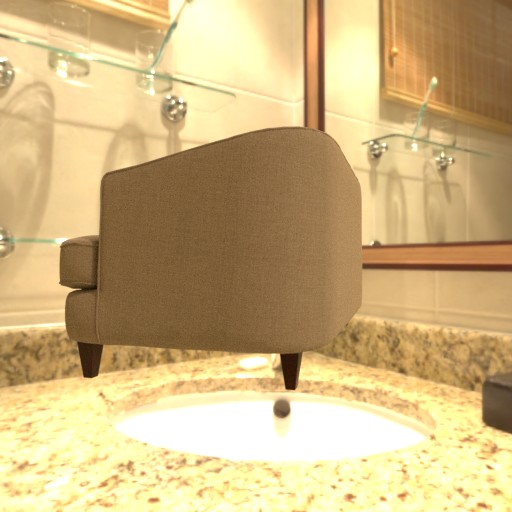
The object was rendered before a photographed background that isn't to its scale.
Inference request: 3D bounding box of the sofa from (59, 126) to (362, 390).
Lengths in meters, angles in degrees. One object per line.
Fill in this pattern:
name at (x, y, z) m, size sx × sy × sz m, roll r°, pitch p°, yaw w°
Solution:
sofa at (0.000, 0.000, 2.203) m, size 0.941 × 0.855 × 1.733 m, roll 0°, pitch 0°, yaw 18°
